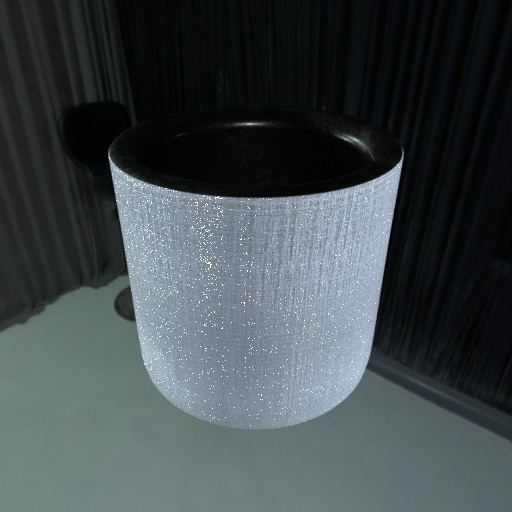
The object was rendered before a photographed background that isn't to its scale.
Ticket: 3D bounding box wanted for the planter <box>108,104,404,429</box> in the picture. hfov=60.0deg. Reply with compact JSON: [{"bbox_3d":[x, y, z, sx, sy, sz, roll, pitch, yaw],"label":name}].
[{"bbox_3d":[0.000,0.000,0.285,0.160,0.156,0.160,0,32,0],"label":"planter"}]
